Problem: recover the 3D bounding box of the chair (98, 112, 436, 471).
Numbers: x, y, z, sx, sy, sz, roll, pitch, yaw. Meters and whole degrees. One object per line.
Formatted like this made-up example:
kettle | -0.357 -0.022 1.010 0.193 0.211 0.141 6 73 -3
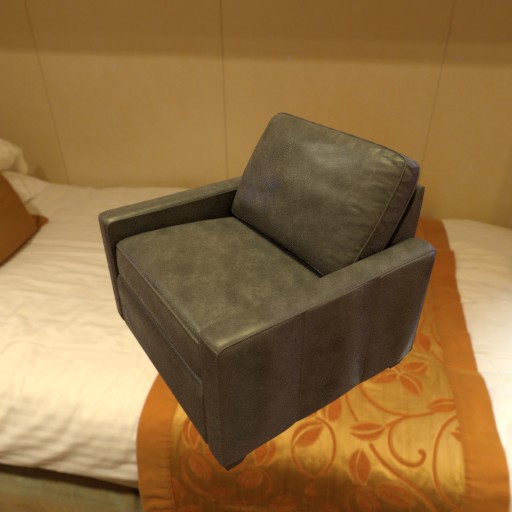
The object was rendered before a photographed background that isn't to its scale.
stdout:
chair | 0.000 0.000 1.776 0.939 0.916 1.006 -20 38 -29
